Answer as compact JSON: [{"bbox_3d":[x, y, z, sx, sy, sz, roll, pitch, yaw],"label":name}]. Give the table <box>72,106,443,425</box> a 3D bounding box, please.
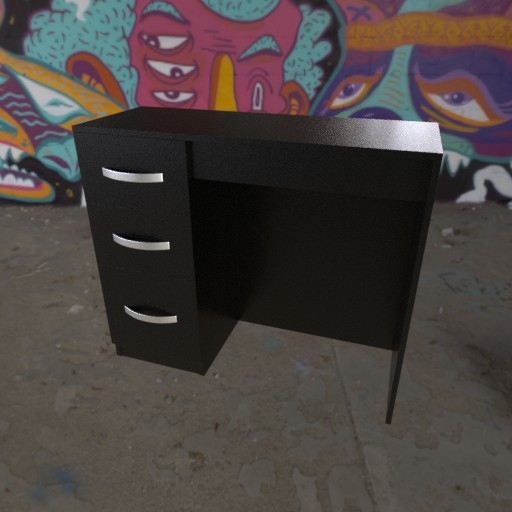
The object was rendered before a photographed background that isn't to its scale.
[{"bbox_3d":[0.000,0.000,1.371,0.930,0.790,0.380,9,28,16],"label":"table"}]
